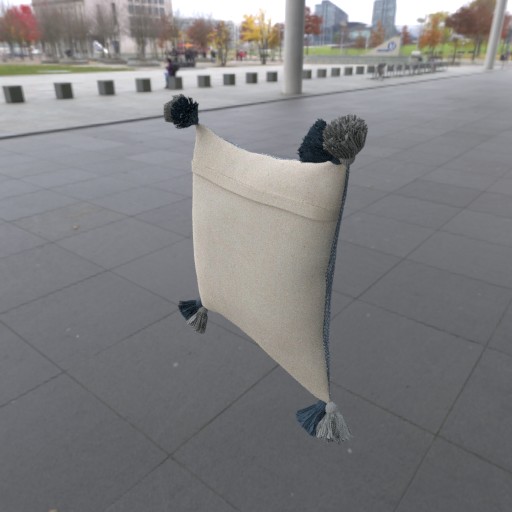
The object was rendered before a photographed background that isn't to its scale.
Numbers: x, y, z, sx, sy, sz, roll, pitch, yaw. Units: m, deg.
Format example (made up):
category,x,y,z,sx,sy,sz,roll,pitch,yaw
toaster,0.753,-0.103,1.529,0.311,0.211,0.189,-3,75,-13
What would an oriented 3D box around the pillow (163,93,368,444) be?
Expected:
category,x,y,z,sx,sy,sz,roll,pitch,yaw
pillow,0.000,0.000,0.938,0.138,0.634,0.614,-17,30,-32
